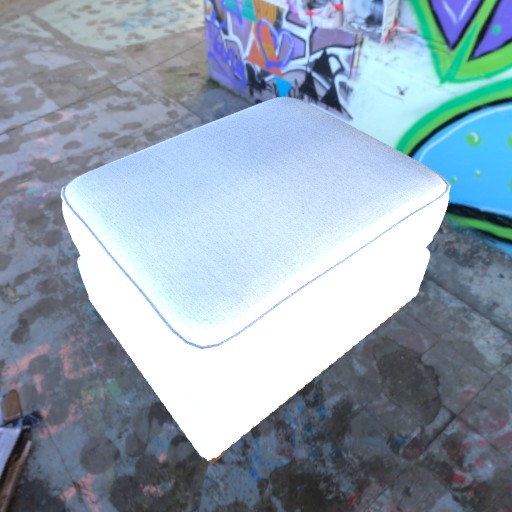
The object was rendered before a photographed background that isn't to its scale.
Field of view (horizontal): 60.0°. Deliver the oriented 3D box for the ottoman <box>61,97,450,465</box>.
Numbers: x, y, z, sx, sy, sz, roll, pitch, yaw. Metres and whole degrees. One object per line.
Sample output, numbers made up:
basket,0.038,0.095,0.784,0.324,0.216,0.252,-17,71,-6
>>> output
ottoman,0.000,0.000,1.124,0.738,0.537,0.589,-31,53,-26
